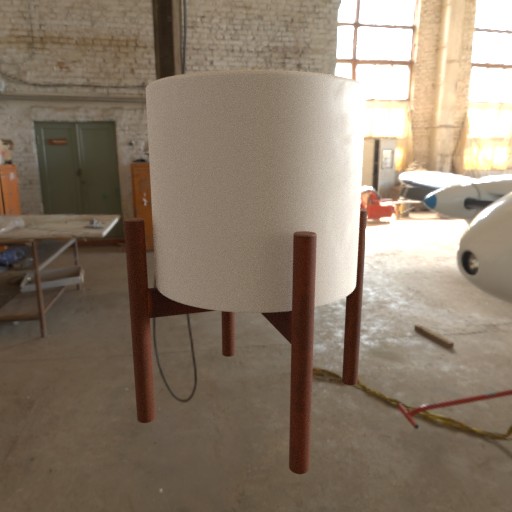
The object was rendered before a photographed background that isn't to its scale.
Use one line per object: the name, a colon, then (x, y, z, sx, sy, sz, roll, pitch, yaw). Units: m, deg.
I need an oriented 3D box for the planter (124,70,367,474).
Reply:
planter: (0.000, 0.000, 0.502, 0.224, 0.358, 0.224, 6, 15, 26)
